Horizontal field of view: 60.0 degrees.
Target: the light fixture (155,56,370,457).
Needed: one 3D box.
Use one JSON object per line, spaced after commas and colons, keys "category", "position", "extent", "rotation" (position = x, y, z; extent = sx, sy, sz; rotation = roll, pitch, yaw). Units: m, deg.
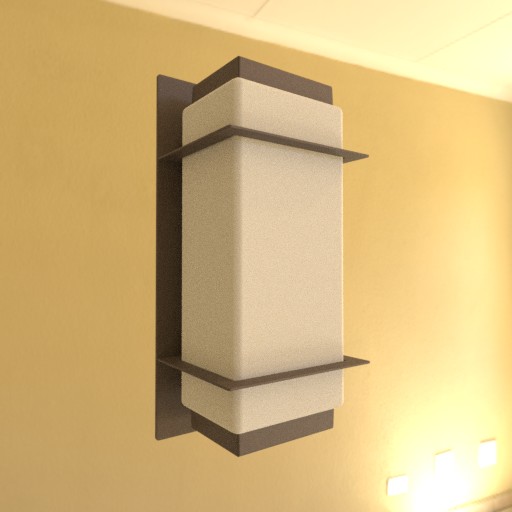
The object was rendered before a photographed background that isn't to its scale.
{"category": "light fixture", "position": [0.000, 0.000, 0.420], "extent": [0.153, 0.347, 0.146], "rotation": [1, -1, -36]}
